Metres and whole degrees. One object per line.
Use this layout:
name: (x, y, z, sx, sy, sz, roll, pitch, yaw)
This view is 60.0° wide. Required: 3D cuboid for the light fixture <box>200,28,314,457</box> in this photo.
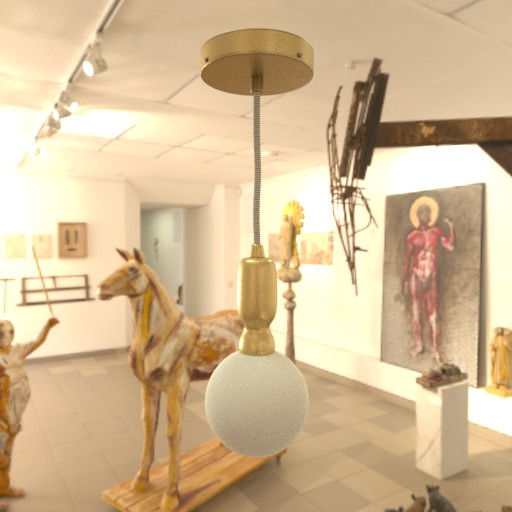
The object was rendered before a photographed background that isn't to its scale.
light fixture: (0.000, 0.000, 0.569, 0.146, 0.510, 0.147, -1, 2, -33)
